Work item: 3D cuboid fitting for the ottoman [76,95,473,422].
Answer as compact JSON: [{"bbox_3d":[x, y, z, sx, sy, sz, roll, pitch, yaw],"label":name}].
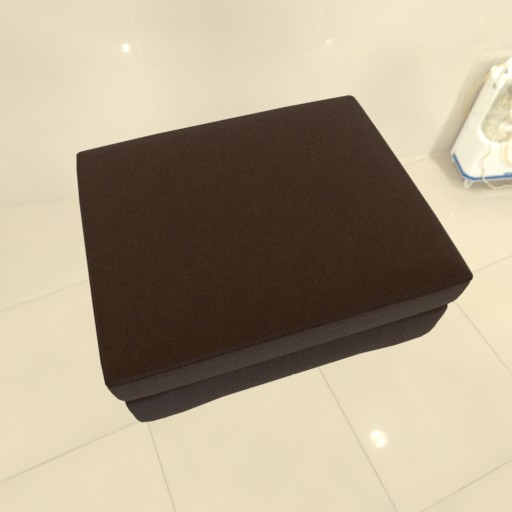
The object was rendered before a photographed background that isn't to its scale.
[{"bbox_3d":[0.000,0.000,1.813,1.187,0.730,0.967,-15,58,-9],"label":"ottoman"}]
